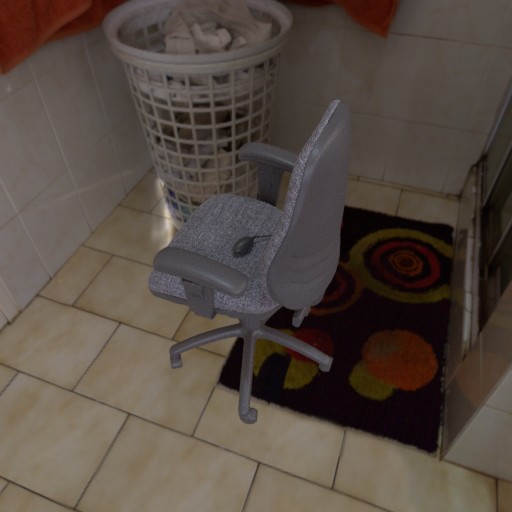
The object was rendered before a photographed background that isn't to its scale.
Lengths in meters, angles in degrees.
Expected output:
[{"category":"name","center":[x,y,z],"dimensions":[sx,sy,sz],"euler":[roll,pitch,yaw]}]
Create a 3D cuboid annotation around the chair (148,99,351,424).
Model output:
[{"category":"chair","center":[0.000,0.000,1.223],"dimensions":[0.530,0.910,0.550],"euler":[17,49,15]}]
